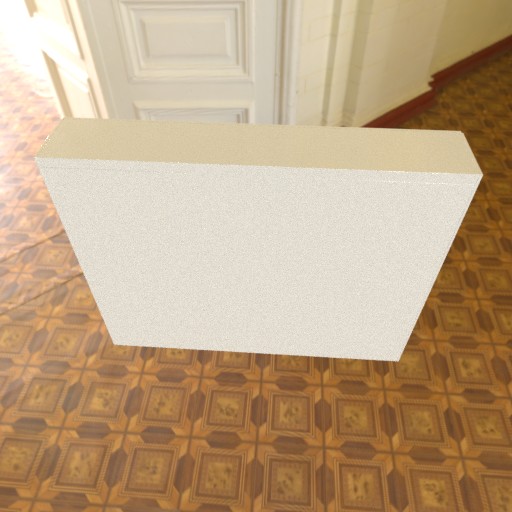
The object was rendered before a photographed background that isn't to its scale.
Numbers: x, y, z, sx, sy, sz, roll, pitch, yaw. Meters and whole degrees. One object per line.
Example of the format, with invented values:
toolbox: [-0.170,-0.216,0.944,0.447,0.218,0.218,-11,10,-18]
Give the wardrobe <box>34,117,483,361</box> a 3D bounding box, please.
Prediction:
wardrobe: [0.000,0.000,4.008,3.000,2.360,0.580,3,47,3]
